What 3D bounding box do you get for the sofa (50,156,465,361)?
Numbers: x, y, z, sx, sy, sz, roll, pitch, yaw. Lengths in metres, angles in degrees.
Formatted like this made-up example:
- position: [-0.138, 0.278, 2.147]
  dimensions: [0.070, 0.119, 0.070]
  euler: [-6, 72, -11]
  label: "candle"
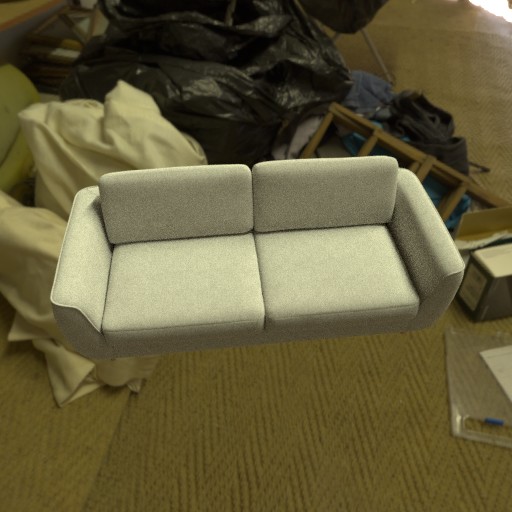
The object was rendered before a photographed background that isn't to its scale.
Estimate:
- position: [0.000, 0.000, 2.477]
  dimensions: [2.000, 0.850, 0.920]
  euler: [-4, 47, -4]
  label: "sofa"
